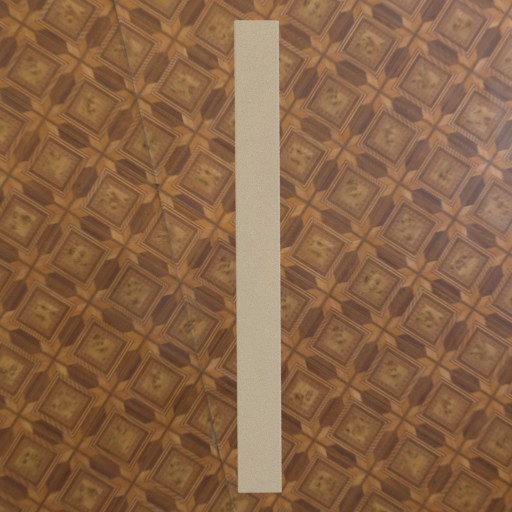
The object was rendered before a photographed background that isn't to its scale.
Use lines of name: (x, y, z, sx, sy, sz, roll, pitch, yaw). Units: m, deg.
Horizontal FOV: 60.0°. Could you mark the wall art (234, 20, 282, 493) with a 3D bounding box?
wall art: (0.000, 0.000, 0.487, 0.039, 0.254, 0.384, 0, 91, -1)
